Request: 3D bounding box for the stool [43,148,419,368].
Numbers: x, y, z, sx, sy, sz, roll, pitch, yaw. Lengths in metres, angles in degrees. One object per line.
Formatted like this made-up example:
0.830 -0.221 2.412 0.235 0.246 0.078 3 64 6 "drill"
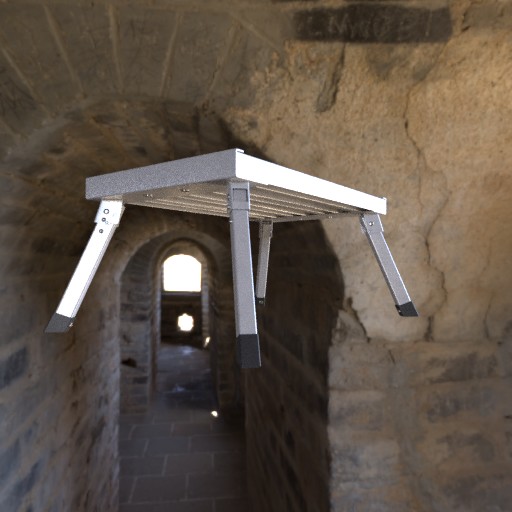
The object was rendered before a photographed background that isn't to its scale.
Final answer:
0.000 0.000 0.743 0.385 0.225 0.535 -1 -1 36 "stool"
